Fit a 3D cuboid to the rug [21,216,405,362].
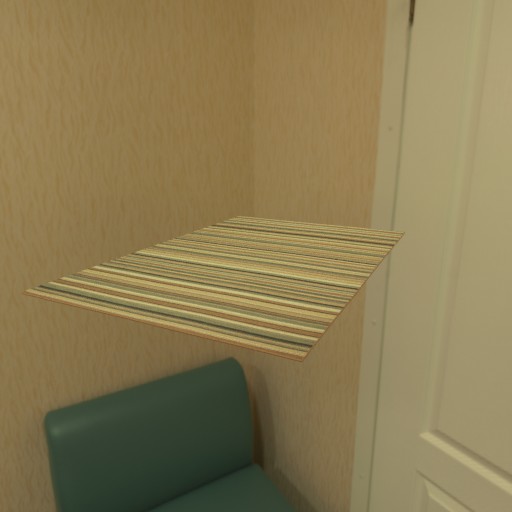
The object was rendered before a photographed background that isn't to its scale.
[{"bbox_3d":[0.000,0.000,2.314,1.219,0.008,1.829,8,18,26],"label":"rug"}]
